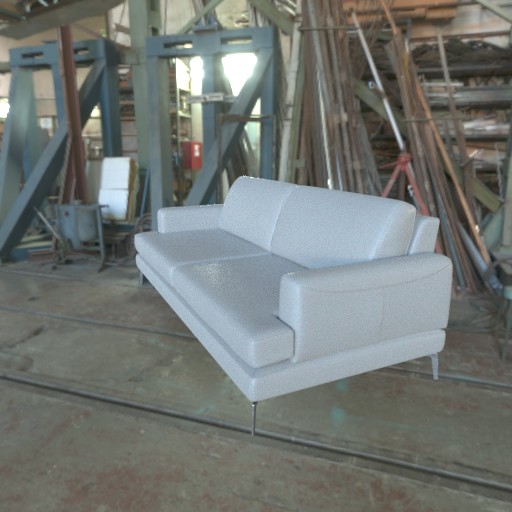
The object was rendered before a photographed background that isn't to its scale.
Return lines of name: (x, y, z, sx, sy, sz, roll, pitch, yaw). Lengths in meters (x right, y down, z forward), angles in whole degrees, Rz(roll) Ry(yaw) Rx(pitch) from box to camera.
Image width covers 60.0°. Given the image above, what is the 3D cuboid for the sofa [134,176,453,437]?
sofa: (0.000, 0.000, 2.456, 0.974, 0.765, 1.940, -7, 16, -25)
